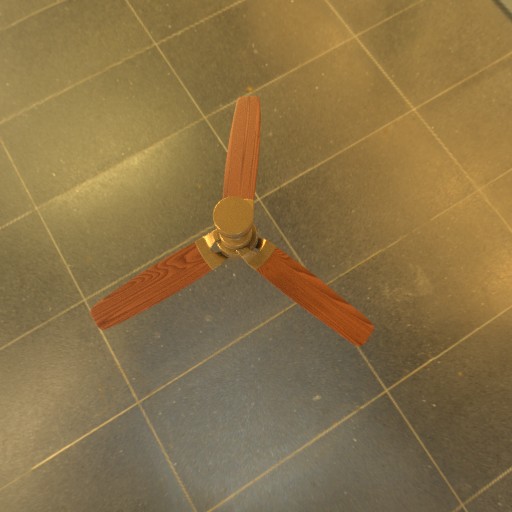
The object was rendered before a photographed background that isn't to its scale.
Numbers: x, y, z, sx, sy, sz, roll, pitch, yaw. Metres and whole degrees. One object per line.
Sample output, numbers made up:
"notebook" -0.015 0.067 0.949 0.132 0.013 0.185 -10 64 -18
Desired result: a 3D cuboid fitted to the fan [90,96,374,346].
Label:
"fan" 0.000 0.000 2.054 1.271 0.425 1.416 38 78 9
